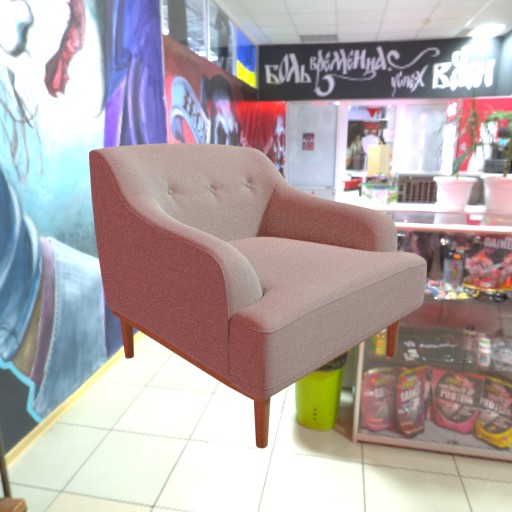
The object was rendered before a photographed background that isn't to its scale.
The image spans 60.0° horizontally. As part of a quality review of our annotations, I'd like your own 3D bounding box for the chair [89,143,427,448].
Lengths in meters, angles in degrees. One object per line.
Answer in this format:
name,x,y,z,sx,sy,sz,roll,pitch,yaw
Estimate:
chair,0.000,0.000,1.663,0.951,0.818,0.946,14,20,42
